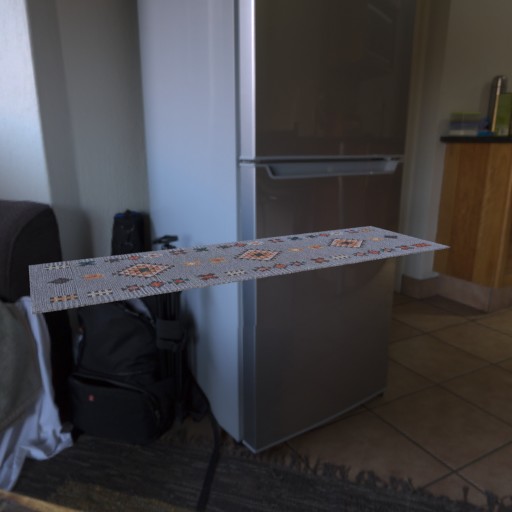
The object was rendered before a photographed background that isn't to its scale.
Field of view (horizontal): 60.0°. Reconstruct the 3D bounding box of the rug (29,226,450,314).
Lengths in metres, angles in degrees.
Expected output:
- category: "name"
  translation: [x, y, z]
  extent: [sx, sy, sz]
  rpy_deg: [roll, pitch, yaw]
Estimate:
- category: "rug"
  translation: [0.000, 0.000, 2.661]
  extent: [2.432, 0.008, 0.766]
  rpy_deg: [-8, 17, -26]
